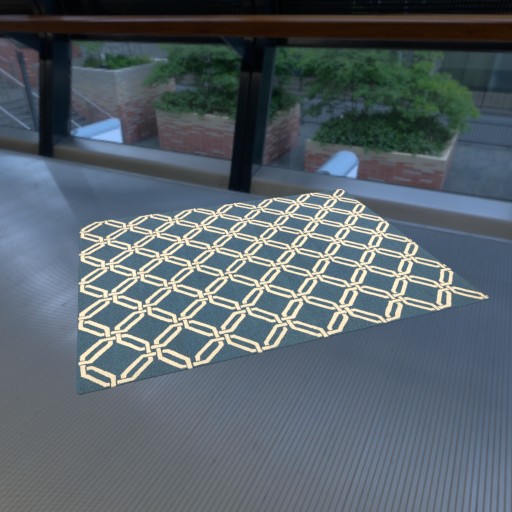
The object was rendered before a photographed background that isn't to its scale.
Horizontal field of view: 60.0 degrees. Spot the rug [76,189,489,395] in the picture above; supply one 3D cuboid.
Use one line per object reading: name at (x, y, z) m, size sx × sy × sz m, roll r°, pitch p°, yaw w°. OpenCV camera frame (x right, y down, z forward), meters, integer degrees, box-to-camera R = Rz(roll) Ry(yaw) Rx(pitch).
rug at (0.000, 0.000, 3.781) m, size 2.867 × 0.020 × 2.277 m, roll -10°, pitch 32°, yaw -16°
